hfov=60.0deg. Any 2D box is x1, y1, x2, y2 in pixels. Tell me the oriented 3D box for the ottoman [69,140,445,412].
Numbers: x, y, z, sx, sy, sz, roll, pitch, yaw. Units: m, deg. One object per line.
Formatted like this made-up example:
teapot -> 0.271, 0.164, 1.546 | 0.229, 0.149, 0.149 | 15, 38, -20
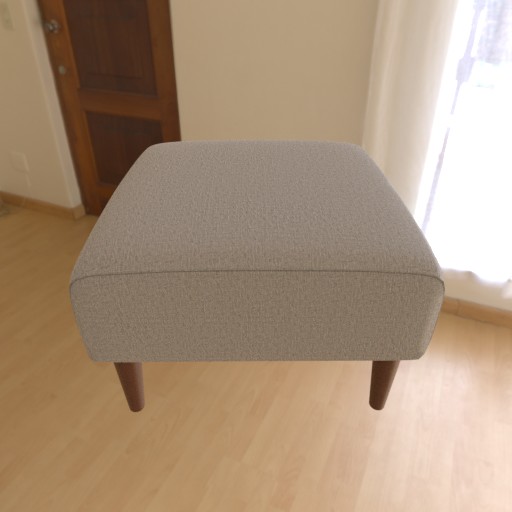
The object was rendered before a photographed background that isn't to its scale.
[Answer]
ottoman -> 0.000, 0.000, 1.065 | 0.648, 0.399, 0.655 | 0, 32, 0
